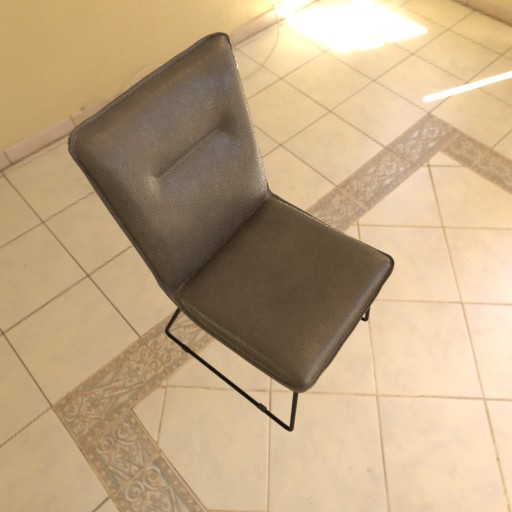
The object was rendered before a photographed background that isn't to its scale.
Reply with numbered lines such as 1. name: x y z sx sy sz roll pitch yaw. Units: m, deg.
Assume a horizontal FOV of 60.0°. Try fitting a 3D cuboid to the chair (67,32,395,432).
1. chair: 0.000 0.000 1.299 0.688 0.932 0.515 33 64 19
